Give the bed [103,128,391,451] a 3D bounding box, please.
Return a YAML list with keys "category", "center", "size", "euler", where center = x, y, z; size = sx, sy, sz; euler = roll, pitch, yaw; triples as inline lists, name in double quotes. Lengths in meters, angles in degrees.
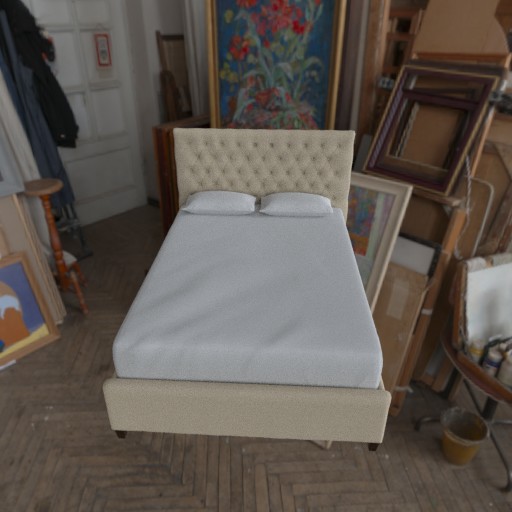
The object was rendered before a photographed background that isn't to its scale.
- category: "bed"
  center: [0.000, 0.000, 3.453]
  size: [1.698, 1.427, 2.387]
  euler: [2, 29, 3]
